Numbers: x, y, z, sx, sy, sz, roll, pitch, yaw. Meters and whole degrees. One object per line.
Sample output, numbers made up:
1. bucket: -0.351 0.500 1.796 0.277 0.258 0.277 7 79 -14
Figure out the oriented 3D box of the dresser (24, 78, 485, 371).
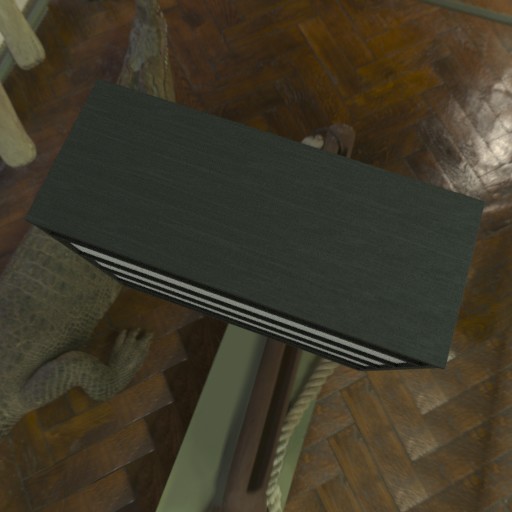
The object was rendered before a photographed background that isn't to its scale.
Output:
1. dresser: 0.000 0.000 1.422 0.994 0.816 0.404 19 76 5
